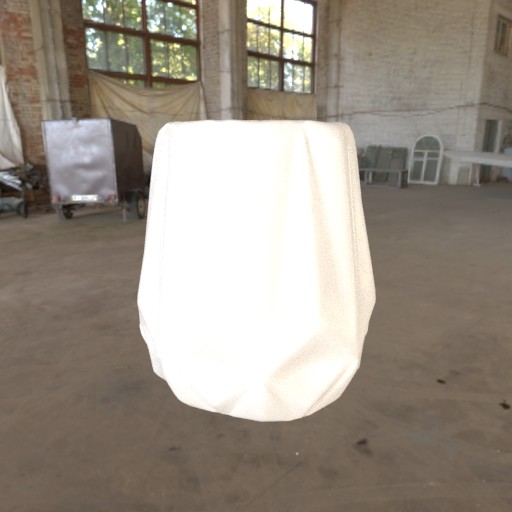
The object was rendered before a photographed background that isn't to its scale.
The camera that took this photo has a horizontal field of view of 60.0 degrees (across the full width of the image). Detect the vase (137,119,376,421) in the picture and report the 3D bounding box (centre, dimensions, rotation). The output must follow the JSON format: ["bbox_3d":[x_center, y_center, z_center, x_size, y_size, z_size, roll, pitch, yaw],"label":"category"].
[{"bbox_3d":[0.000,0.000,0.264,0.141,0.152,0.141,0,15,0],"label":"vase"}]
